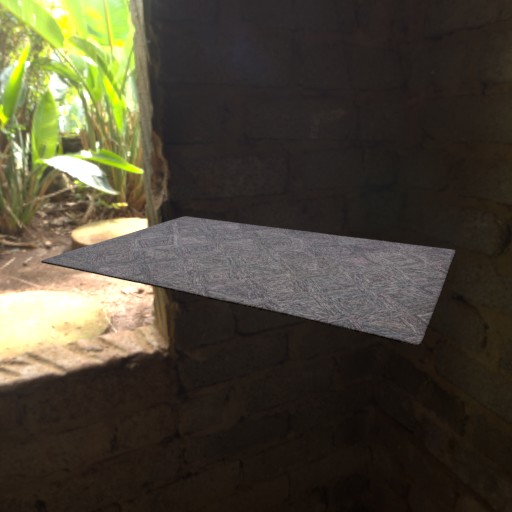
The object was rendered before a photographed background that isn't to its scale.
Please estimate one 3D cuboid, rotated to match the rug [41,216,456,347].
[{"bbox_3d":[0.000,0.000,2.217,1.752,0.013,1.158,9,19,27],"label":"rug"}]
